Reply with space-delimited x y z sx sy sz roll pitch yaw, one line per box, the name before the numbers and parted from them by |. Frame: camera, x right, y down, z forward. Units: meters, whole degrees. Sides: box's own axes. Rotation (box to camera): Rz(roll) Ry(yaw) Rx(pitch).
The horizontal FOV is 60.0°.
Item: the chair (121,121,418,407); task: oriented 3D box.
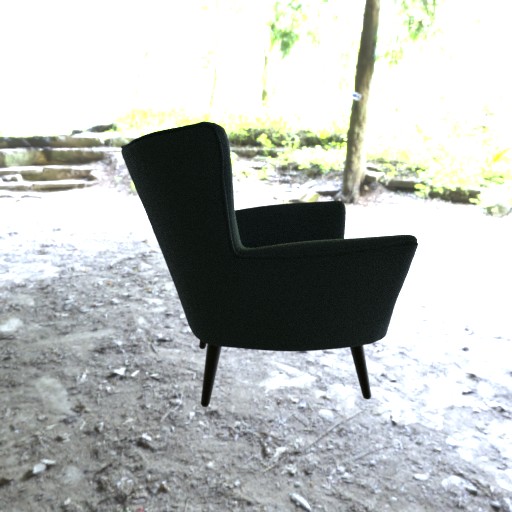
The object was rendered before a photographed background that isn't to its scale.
chair | 0.000 0.000 1.626 0.888 0.933 0.781 -2 16 -8
